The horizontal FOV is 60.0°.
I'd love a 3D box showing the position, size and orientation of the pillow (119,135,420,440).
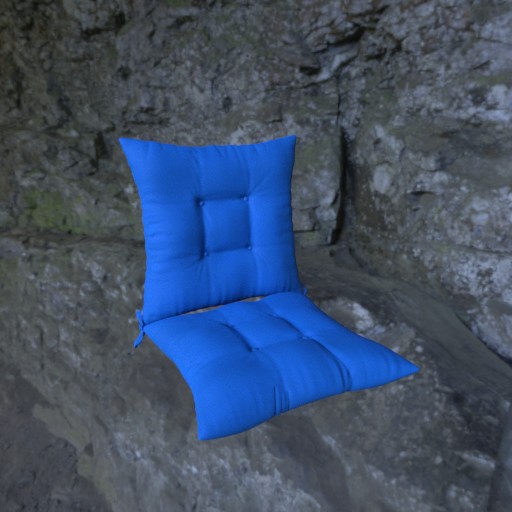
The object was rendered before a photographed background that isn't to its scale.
[{"bbox_3d":[0.000,0.000,1.041,0.541,0.536,0.585,-8,18,-25],"label":"pillow"}]
